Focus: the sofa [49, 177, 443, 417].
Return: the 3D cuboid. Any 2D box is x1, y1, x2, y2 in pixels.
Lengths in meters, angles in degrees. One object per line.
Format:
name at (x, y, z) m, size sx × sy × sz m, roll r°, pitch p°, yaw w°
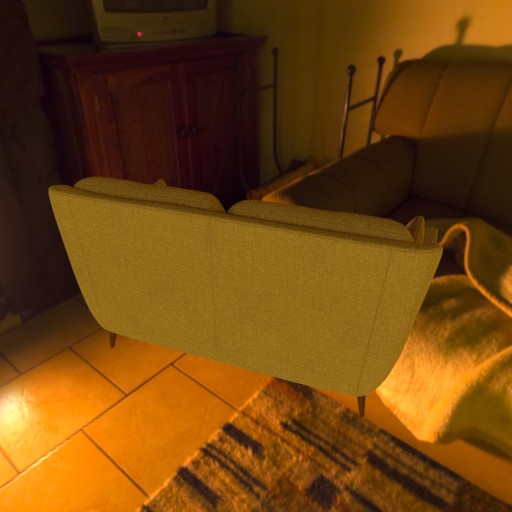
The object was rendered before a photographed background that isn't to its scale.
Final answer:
sofa at (0.000, 0.000, 2.189) m, size 1.652 × 0.888 × 0.965 m, roll 11°, pitch 33°, yaw 17°
